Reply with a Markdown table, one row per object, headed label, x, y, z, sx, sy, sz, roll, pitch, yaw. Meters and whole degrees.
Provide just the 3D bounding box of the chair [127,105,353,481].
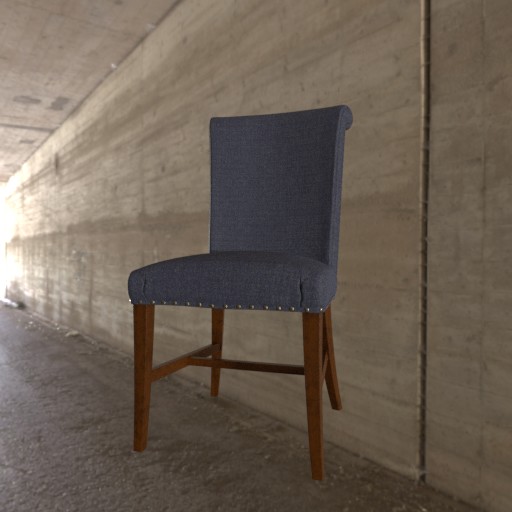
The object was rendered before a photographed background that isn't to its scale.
| label | x | y | z | sx | sy | sz | roll | pitch | yaw |
| --- | --- | --- | --- | --- | --- | --- | --- | --- | --- |
| chair | 0.000 | 0.000 | 1.316 | 0.513 | 0.988 | 0.608 | 0 | 1 | 18 |
